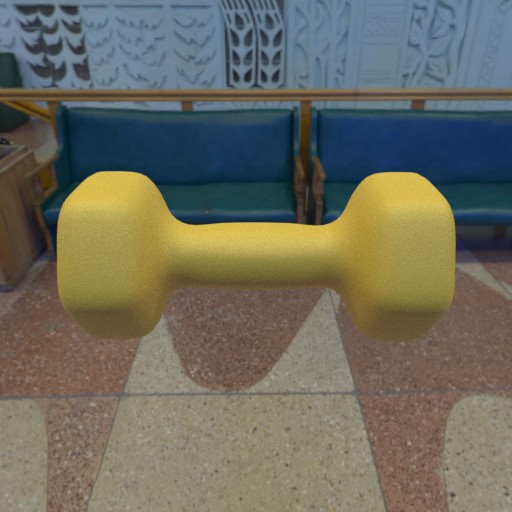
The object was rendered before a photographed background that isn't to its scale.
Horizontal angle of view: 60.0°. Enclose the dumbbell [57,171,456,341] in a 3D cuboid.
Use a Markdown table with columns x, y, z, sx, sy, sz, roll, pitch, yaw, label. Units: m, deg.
| x | y | z | sx | sy | sz | roll | pitch | yaw | label |
| --- | --- | --- | --- | --- | --- | --- | --- | --- | --- |
| 0.000 | 0.000 | 0.234 | 0.190 | 0.082 | 0.090 | 1 | 30 | 1 | dumbbell |
